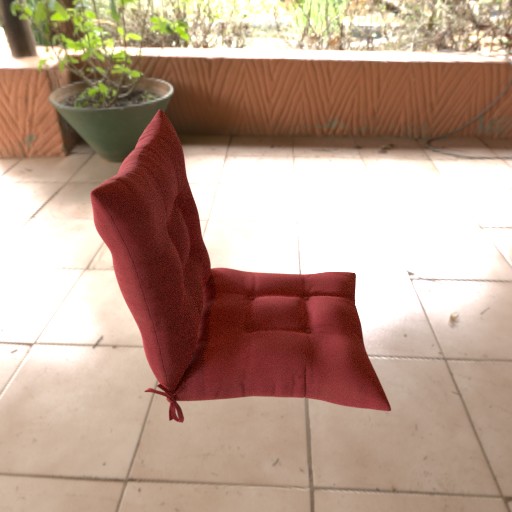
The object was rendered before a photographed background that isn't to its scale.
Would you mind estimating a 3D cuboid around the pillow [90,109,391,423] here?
[{"bbox_3d":[0.000,0.000,1.020,0.585,0.536,0.541,1,32,2],"label":"pillow"}]
